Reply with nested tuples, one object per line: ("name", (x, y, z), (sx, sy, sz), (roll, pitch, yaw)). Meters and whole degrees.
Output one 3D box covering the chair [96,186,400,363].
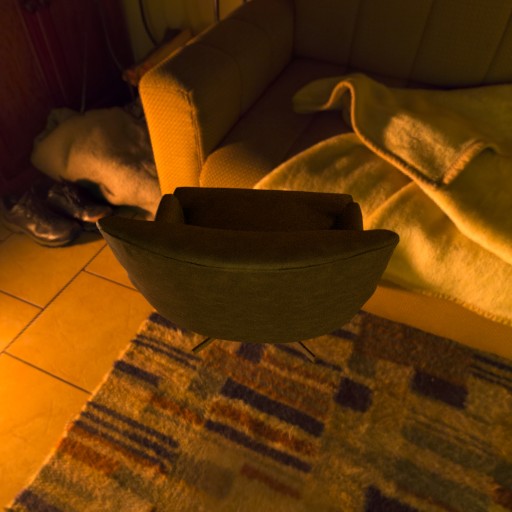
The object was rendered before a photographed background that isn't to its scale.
("chair", (0.000, 0.000, 1.511), (0.738, 0.870, 0.874), (3, 46, 3))
